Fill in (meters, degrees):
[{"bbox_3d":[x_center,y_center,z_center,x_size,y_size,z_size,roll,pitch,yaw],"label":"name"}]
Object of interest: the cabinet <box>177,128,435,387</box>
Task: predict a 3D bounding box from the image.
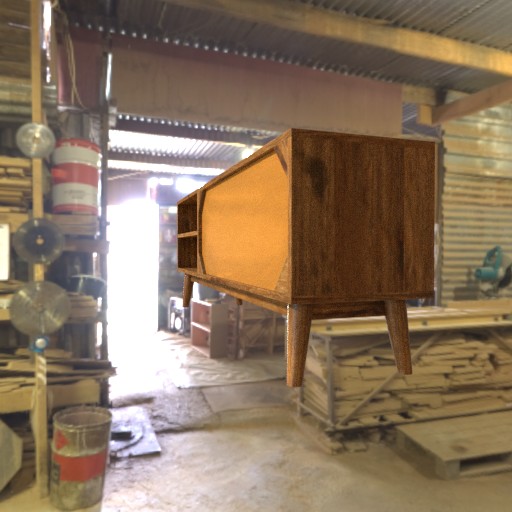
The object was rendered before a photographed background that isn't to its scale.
[{"bbox_3d":[0.000,0.000,1.621,0.349,0.528,1.448,0,1,-19],"label":"cabinet"}]
